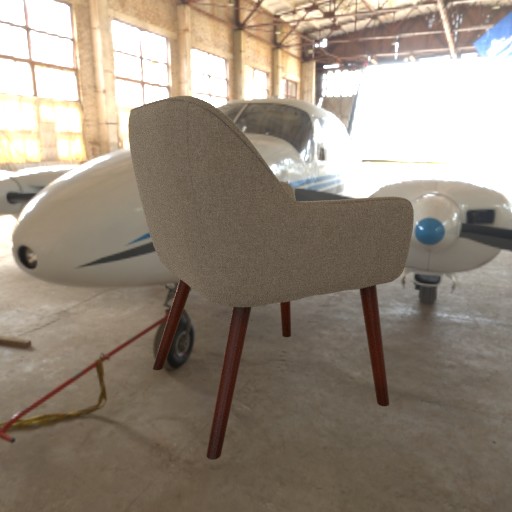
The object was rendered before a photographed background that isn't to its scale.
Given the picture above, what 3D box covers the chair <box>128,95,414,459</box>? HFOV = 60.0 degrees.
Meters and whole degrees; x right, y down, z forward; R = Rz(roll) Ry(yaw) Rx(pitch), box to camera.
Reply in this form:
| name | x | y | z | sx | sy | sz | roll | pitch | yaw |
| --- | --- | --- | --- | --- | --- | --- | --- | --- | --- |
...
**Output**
| name | x | y | z | sx | sy | sz | roll | pitch | yaw |
| --- | --- | --- | --- | --- | --- | --- | --- | --- | --- |
| chair | 0.000 | 0.000 | 1.270 | 0.610 | 0.813 | 0.610 | -7 | 16 | -27 |
